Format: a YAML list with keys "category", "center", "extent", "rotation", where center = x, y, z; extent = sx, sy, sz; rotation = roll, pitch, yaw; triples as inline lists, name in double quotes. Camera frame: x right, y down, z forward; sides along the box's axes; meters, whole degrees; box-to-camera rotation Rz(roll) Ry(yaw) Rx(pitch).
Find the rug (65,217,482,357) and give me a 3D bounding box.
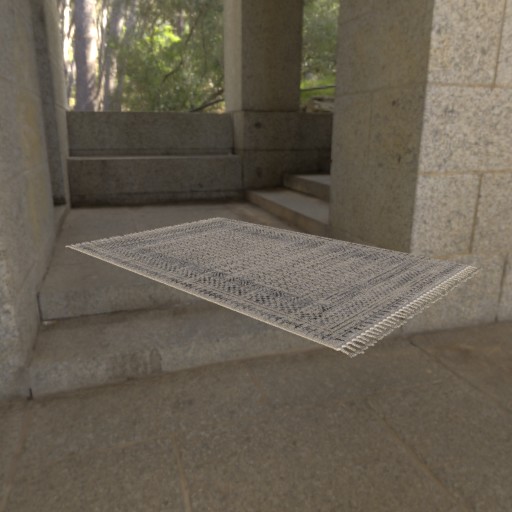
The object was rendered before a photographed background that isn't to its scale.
- category: "rug"
  center: [0.000, 0.000, 3.044]
  extent: [2.486, 0.013, 1.548]
  rotation: [14, 21, 41]
